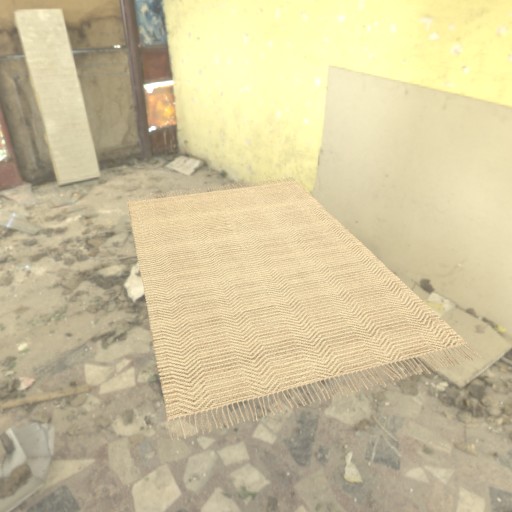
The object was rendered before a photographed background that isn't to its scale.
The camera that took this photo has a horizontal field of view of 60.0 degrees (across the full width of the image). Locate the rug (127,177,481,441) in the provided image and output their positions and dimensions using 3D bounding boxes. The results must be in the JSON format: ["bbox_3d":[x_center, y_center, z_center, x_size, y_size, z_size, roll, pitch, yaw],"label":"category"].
[{"bbox_3d":[0.000,0.000,2.392,1.224,0.027,2.021,-10,33,-15],"label":"rug"}]
